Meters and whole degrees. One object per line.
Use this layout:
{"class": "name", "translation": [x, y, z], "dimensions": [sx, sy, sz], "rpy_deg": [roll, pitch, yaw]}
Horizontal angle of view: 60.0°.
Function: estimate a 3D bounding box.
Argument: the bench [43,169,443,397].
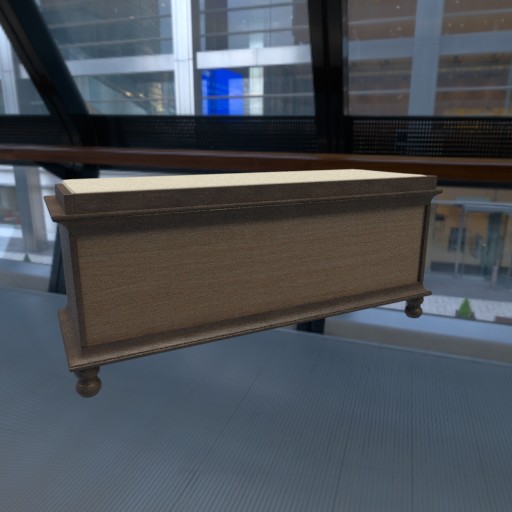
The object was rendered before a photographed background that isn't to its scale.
{"class": "bench", "translation": [0.000, 0.000, 1.428], "dimensions": [1.185, 0.501, 0.402], "rpy_deg": [-7, 16, -26]}
